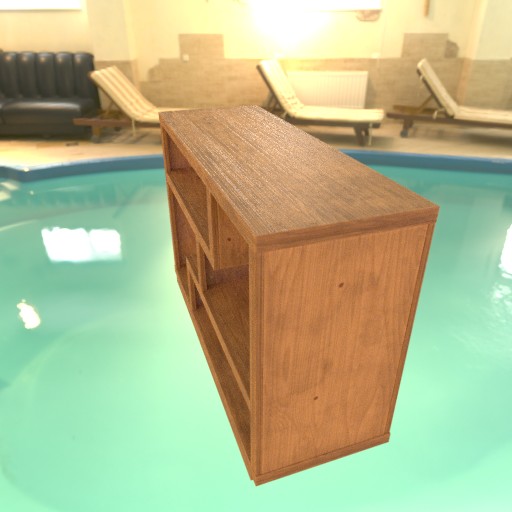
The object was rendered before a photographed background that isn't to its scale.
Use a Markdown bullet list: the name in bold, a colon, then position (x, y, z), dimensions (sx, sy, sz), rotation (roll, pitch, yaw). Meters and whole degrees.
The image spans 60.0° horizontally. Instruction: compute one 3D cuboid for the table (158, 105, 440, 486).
- **table**: position (0.000, 0.000, 1.524), dimensions (0.410, 0.771, 1.151), rotation (-10, 31, -17)
